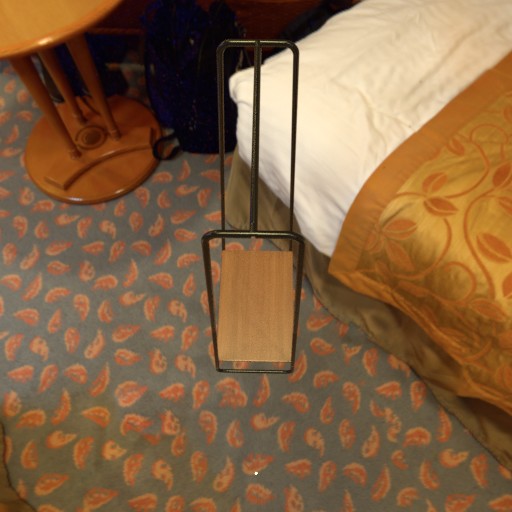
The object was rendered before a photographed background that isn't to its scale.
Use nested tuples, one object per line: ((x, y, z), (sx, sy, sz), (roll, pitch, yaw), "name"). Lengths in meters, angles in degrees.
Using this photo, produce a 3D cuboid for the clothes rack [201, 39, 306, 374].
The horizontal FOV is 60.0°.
((0.000, 0.000, 1.786), (0.400, 1.500, 0.640), (1, 64, 0), "clothes rack")
